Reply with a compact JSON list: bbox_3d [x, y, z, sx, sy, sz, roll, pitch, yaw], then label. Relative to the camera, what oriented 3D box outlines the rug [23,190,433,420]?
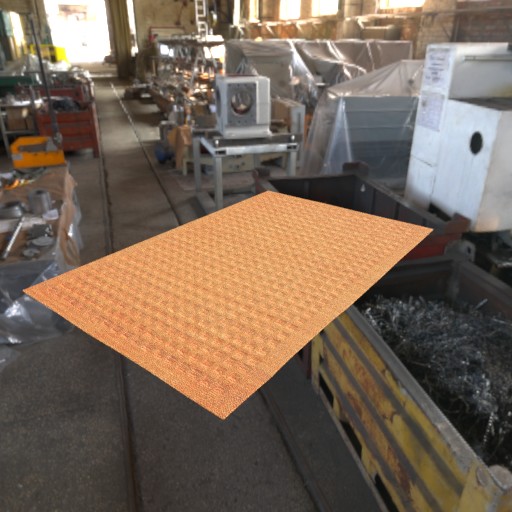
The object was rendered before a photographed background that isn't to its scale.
[{"bbox_3d":[0.000,0.000,2.170,1.143,0.006,1.747,19,32,34],"label":"rug"}]
